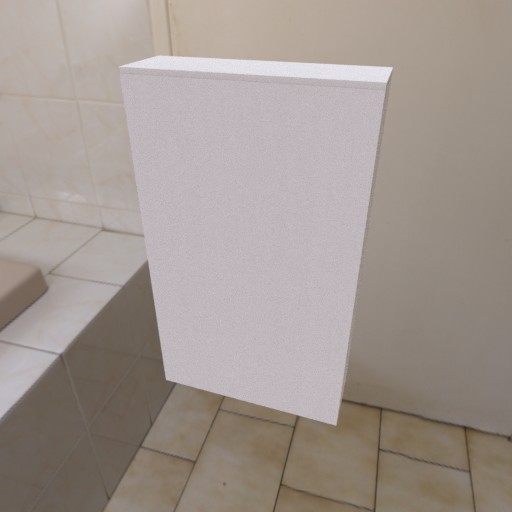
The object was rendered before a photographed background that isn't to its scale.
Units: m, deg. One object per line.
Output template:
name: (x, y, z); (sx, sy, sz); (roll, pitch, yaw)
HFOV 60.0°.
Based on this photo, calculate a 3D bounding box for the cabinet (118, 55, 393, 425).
cabinet: (0.000, 0.000, 1.610); (0.750, 1.280, 0.250); (10, 33, 16)
